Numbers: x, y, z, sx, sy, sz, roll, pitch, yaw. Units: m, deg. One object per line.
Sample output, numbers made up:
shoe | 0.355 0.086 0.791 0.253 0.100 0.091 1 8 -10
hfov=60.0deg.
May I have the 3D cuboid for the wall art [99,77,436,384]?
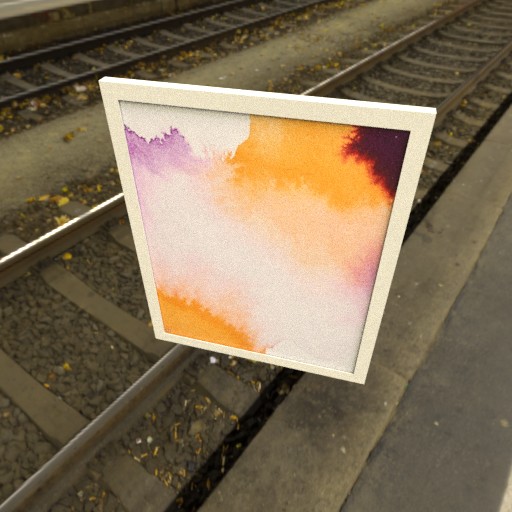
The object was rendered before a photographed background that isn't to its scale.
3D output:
wall art | 0.000 0.000 1.111 0.661 0.811 0.026 10 41 12
